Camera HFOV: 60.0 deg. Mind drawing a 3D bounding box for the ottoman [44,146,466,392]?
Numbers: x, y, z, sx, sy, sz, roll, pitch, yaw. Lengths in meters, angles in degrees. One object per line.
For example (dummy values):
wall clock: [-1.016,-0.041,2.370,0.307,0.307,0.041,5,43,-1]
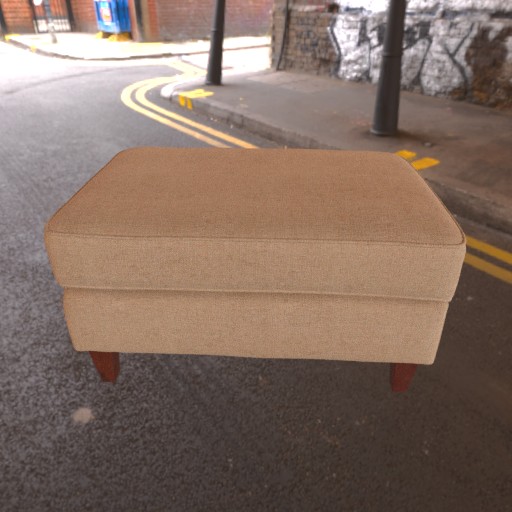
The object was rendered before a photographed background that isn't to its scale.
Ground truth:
ottoman: [0.000,0.000,1.201,0.862,0.484,0.583,1,31,2]
